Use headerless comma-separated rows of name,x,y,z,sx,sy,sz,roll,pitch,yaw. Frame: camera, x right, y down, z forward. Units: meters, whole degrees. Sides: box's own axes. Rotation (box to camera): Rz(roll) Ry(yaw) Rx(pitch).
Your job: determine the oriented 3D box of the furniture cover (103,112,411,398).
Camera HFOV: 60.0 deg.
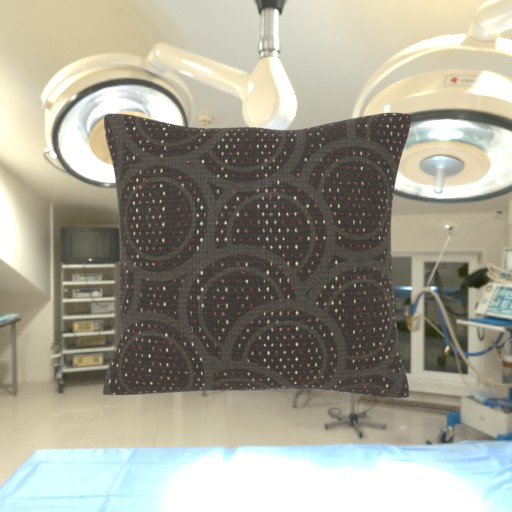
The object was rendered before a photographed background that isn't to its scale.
furniture cover,0.000,0.000,0.796,0.552,0.509,0.193,0,1,1
